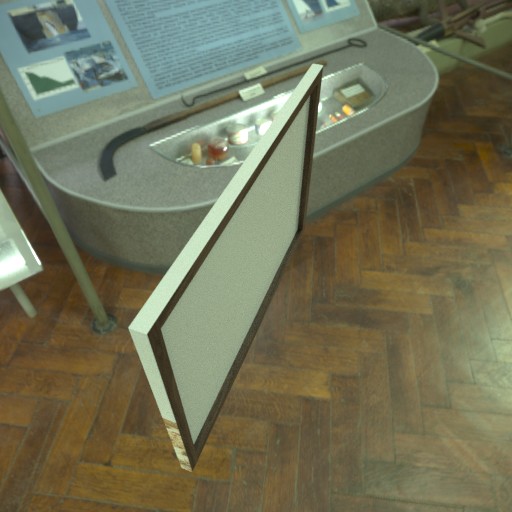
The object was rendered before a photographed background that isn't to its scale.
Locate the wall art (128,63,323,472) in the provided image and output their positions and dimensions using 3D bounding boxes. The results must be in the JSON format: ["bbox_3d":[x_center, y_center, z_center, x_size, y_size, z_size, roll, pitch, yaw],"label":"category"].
[{"bbox_3d":[0.000,0.000,1.895,0.051,1.016,1.520,16,49,14],"label":"wall art"}]
